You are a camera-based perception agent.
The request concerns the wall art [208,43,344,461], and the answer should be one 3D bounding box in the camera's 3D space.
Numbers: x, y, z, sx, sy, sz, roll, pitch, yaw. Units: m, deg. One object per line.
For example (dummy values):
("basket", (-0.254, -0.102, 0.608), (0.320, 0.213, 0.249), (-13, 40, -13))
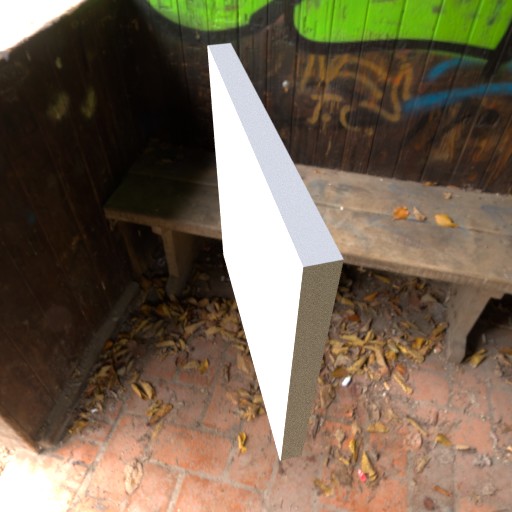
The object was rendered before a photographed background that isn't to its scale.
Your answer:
("wall art", (0.000, 0.000, 0.529), (0.027, 0.355, 0.355), (-10, 48, -10))
